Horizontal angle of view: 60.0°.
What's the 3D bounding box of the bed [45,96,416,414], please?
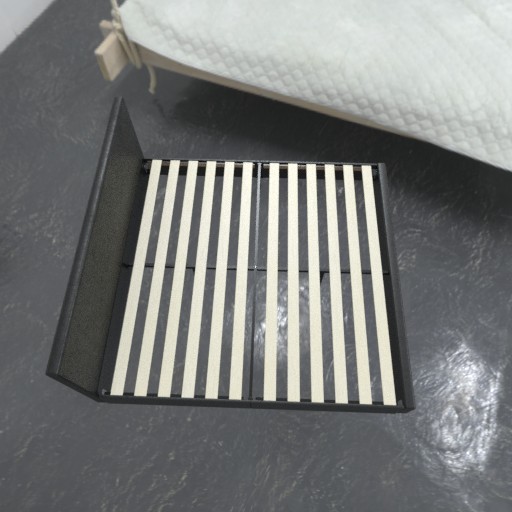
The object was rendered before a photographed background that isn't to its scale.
[{"bbox_3d":[0.000,0.000,3.224,2.152,1.046,2.018,2,63,1],"label":"bed"}]
